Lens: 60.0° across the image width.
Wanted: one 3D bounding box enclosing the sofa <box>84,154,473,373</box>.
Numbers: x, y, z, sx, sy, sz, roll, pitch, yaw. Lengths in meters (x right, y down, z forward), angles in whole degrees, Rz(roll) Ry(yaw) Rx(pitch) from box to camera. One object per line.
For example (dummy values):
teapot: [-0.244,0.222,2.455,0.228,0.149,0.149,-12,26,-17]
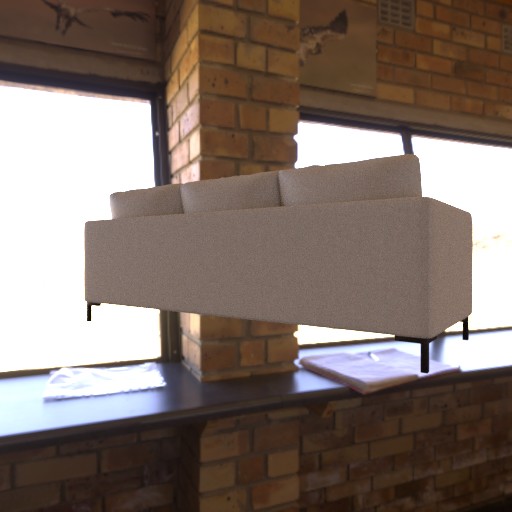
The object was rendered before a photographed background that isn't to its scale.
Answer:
sofa: [0.000,0.000,2.632,2.218,0.874,0.859,0,0,36]
